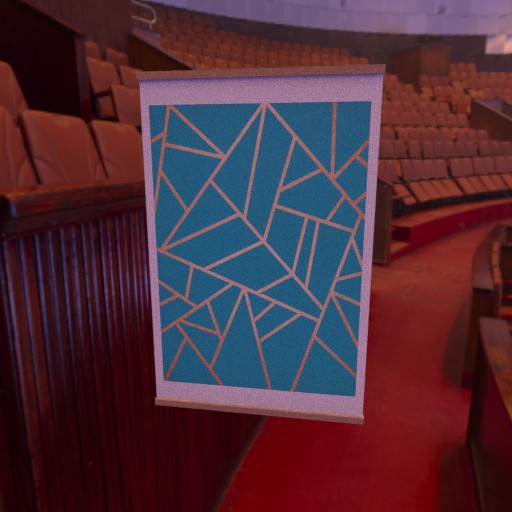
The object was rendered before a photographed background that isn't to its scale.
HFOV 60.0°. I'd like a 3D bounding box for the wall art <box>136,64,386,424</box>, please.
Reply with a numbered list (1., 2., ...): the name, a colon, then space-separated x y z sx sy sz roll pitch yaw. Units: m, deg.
1. wall art: 0.000 0.000 1.926 0.990 1.519 0.030 2 13 9
